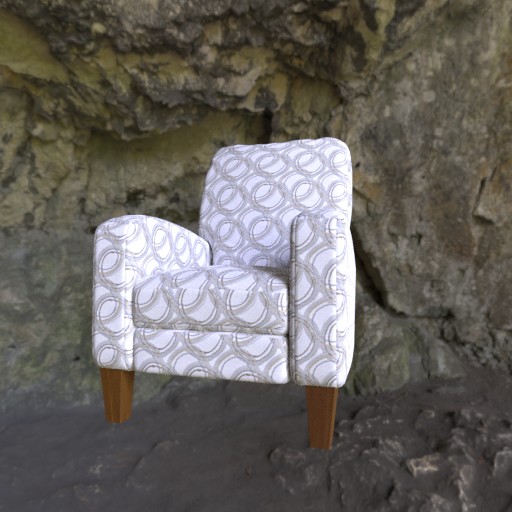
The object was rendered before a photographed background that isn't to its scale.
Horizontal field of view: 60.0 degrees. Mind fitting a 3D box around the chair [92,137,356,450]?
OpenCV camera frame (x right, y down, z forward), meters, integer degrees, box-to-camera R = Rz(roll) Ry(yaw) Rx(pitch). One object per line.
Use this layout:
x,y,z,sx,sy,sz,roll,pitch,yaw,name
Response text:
0.000,0.000,1.749,0.796,1.065,0.995,0,-1,18,chair
